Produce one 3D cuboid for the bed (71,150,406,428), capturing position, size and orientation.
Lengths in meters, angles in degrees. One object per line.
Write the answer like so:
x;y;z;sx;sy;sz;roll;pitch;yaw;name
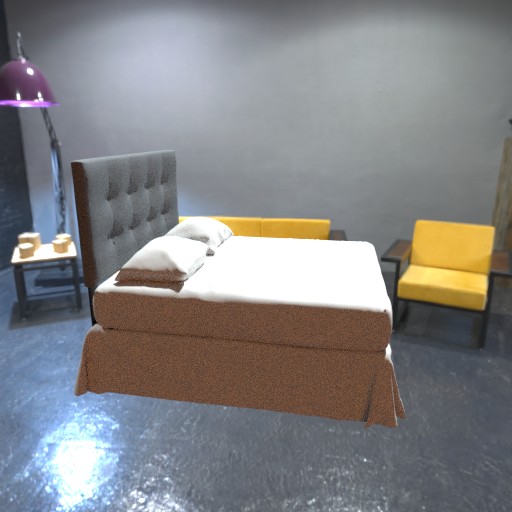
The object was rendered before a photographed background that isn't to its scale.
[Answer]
0.000;0.000;3.542;2.222;1.577;1.936;3;16;10;bed
